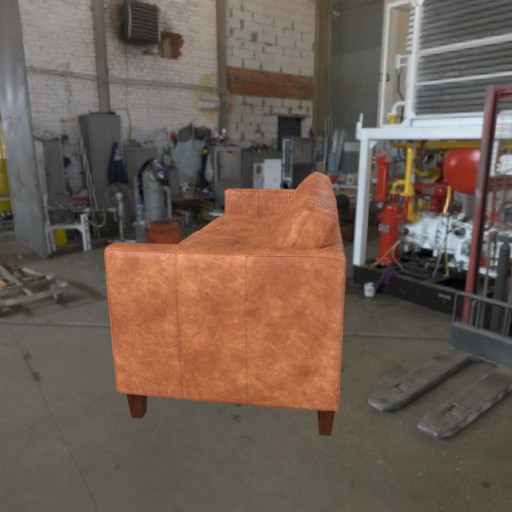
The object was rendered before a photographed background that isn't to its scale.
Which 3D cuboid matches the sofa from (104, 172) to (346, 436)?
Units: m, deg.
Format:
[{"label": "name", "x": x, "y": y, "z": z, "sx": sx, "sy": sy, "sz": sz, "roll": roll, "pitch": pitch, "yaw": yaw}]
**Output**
[{"label": "sofa", "x": 0.000, "y": 0.000, "z": 2.970, "sx": 1.045, "sy": 1.006, "sz": 2.464, "roll": 2, "pitch": 14, "yaw": 8}]
